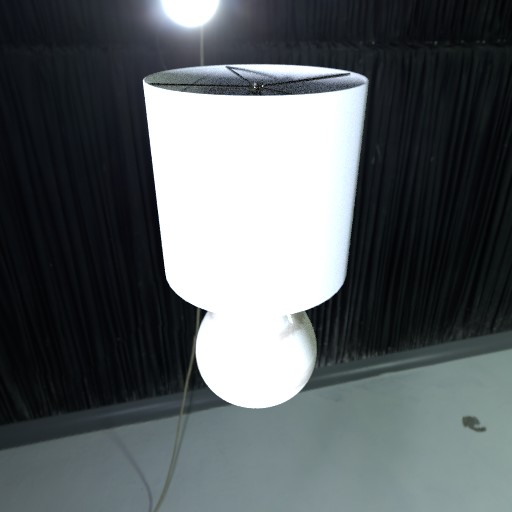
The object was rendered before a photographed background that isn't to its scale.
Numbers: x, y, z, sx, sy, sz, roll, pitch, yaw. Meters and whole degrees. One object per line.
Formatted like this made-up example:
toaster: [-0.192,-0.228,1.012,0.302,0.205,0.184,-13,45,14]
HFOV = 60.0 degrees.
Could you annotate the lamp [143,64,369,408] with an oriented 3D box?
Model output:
lamp: [0.000,0.000,0.534,0.217,0.404,0.217,-10,31,-17]
